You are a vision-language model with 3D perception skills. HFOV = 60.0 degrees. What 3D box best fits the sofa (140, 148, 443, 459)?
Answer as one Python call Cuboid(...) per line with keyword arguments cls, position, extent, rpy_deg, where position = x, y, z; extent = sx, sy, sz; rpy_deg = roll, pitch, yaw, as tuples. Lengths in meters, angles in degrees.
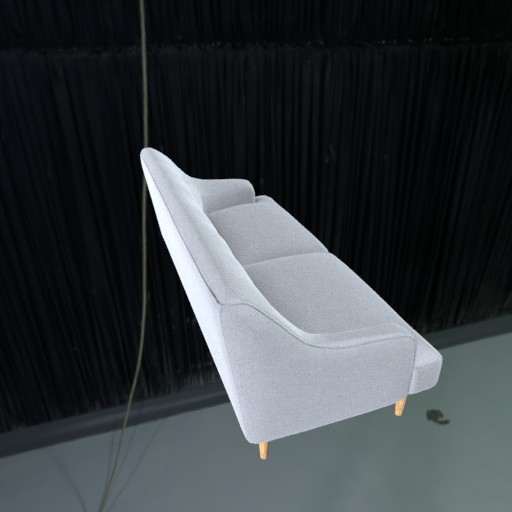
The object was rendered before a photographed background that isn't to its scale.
Cuboid(cls="sofa", position=(0.000, 0.000, 2.530), extent=(0.978, 0.871, 2.057), rpy_deg=(-10, 30, -18))
